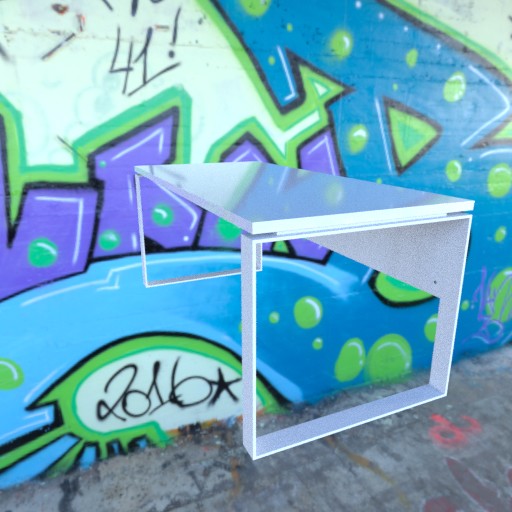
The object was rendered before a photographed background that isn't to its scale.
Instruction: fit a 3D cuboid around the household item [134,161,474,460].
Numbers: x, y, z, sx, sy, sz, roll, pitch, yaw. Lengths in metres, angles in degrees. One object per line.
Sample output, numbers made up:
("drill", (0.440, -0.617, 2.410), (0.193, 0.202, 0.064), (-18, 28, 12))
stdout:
("household item", (0.000, 0.000, 2.145), (0.800, 0.745, 1.700), (-8, 18, -24))
